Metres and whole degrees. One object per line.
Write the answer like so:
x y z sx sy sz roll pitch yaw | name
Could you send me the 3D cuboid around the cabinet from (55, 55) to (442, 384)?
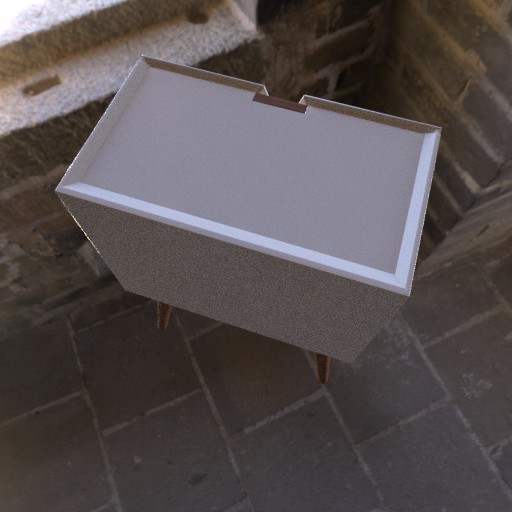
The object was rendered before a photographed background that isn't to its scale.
0.000 0.000 1.110 0.591 0.772 0.344 17 65 8 | cabinet
